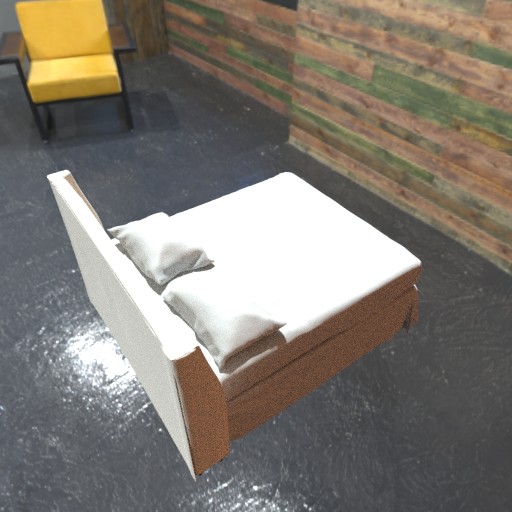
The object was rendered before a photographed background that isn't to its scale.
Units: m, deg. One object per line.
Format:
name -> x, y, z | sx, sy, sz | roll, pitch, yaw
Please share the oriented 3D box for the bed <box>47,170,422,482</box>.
bed -> 0.000, 0.000, 3.427 | 2.276, 1.332, 1.925 | -25, 47, -26
